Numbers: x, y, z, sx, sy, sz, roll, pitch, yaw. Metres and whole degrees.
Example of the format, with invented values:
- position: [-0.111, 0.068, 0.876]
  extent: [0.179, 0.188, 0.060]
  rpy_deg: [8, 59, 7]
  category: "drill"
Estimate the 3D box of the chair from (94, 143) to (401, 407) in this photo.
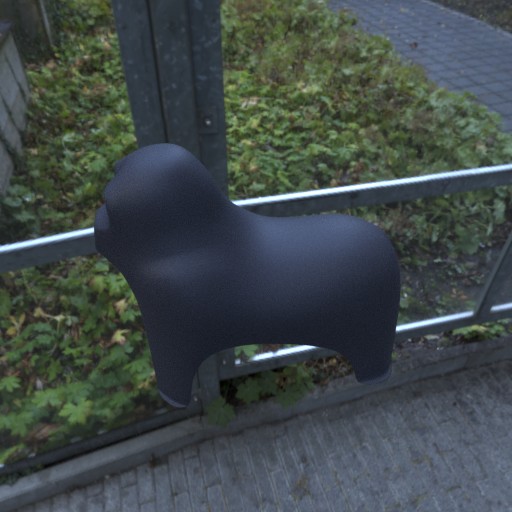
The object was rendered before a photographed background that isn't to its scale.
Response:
- position: [0.000, 0.000, 1.131]
  extent: [0.758, 0.600, 0.490]
  rpy_deg: [-1, 41, -1]
  category: "chair"
